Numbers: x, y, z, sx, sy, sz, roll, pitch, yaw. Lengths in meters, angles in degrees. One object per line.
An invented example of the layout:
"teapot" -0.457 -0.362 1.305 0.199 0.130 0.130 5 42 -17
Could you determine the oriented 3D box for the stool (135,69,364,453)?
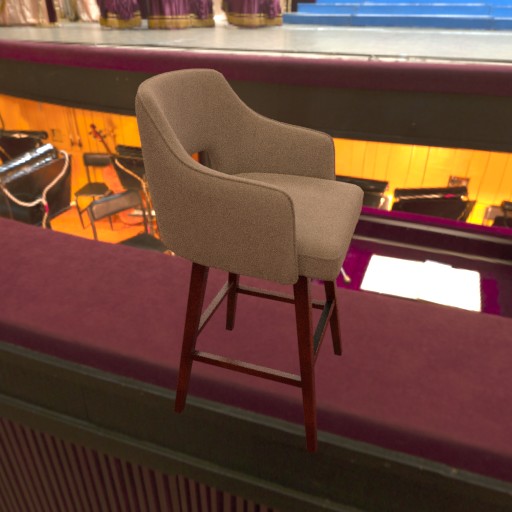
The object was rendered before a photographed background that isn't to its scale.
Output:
"stool" 0.000 0.000 1.348 0.558 1.012 0.548 10 31 17
